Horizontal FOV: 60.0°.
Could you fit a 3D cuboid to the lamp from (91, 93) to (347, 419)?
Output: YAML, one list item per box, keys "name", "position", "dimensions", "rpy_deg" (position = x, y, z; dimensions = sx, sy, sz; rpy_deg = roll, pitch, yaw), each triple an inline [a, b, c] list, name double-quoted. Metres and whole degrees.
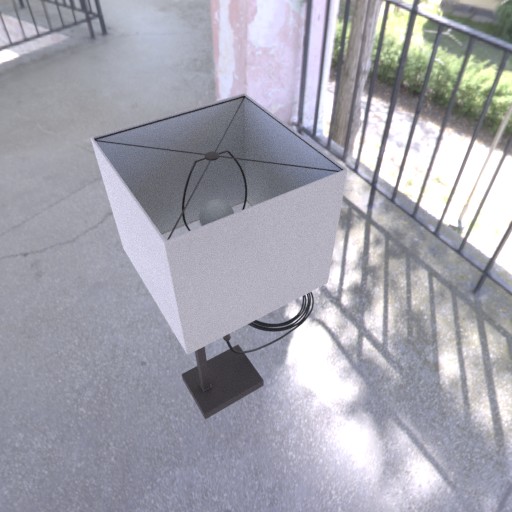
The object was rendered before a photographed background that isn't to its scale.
- name: "lamp"
  position: [0.000, 0.000, 0.964]
  dimensions: [0.504, 0.660, 0.399]
  rpy_deg: [-24, 50, -22]
